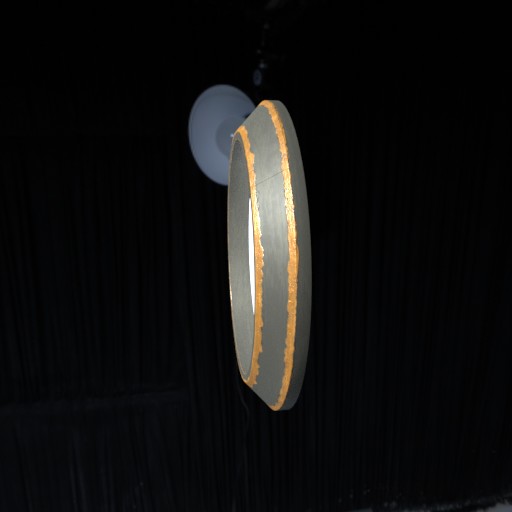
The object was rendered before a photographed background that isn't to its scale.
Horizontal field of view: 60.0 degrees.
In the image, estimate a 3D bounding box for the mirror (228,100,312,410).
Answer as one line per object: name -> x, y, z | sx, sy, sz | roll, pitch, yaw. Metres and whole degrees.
mirror -> 0.000, 0.000, 1.368 | 0.111, 0.907, 0.907 | -2, 14, -8
